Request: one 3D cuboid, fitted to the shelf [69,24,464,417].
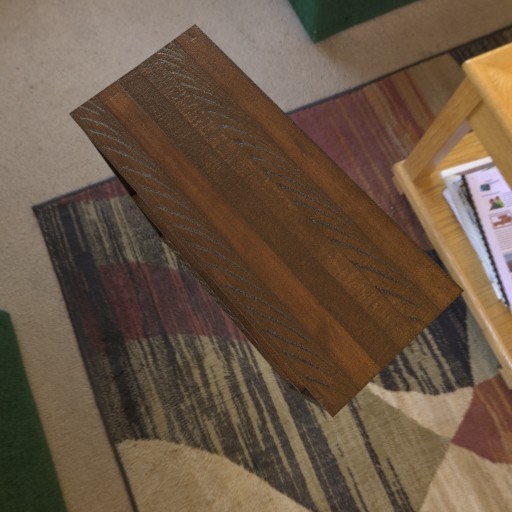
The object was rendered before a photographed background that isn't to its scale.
[{"bbox_3d":[0.000,0.000,1.365,0.352,0.947,0.822,-40,79,-10],"label":"shelf"}]
